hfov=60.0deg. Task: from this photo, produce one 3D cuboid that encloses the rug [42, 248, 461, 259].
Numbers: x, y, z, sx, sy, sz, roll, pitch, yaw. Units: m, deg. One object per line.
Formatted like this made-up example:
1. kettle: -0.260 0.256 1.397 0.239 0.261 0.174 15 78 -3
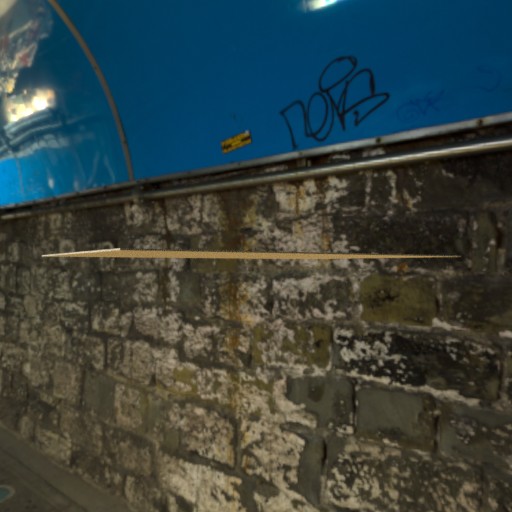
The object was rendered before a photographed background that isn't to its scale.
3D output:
1. rug: 0.000 0.000 2.211 1.752 0.006 1.142 1 -1 -36
